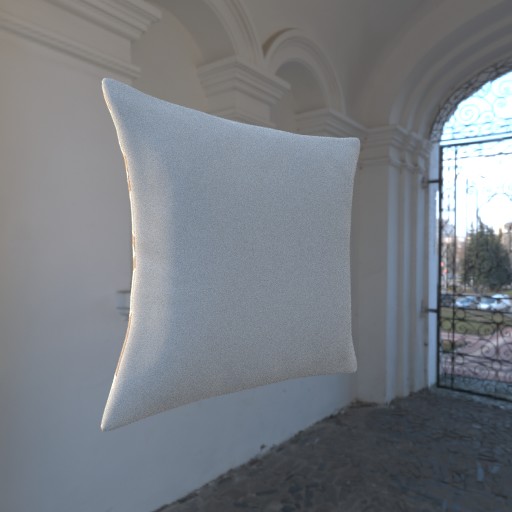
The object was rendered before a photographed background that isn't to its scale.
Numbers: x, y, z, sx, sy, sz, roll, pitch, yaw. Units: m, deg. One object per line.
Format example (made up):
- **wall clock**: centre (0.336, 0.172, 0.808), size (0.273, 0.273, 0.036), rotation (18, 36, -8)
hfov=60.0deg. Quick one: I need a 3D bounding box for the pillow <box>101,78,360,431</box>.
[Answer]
- **pillow**: centre (0.000, 0.000, 0.799), size (0.552, 0.508, 0.166), rotation (0, 0, -37)
